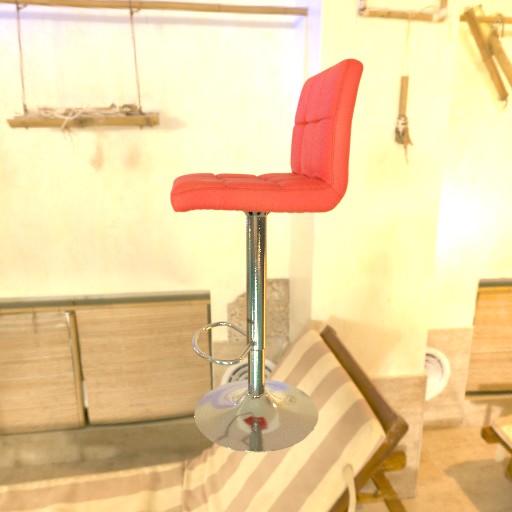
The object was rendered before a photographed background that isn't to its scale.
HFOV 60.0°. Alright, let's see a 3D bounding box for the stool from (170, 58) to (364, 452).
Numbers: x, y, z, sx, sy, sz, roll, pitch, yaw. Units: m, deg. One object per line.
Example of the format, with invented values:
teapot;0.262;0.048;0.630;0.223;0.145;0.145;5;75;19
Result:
stool;0.000;0.000;1.398;0.505;1.115;0.430;-2;14;-9
